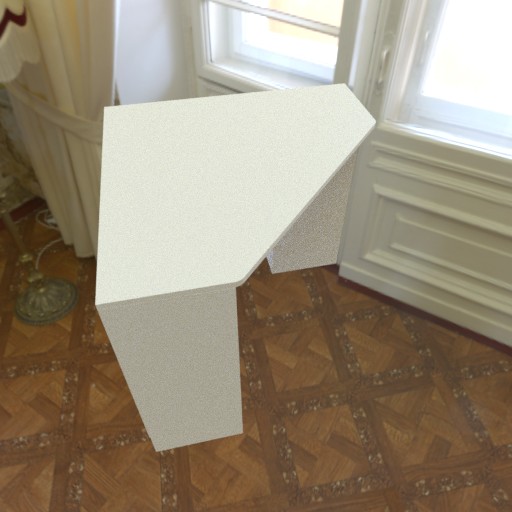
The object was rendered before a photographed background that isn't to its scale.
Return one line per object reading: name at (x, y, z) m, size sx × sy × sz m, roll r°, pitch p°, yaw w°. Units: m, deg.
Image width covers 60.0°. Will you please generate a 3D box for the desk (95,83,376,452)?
desk at (0.000, 0.000, 1.651) m, size 0.926 × 0.818 × 0.940 m, roll -9°, pitch 46°, yaw -9°
